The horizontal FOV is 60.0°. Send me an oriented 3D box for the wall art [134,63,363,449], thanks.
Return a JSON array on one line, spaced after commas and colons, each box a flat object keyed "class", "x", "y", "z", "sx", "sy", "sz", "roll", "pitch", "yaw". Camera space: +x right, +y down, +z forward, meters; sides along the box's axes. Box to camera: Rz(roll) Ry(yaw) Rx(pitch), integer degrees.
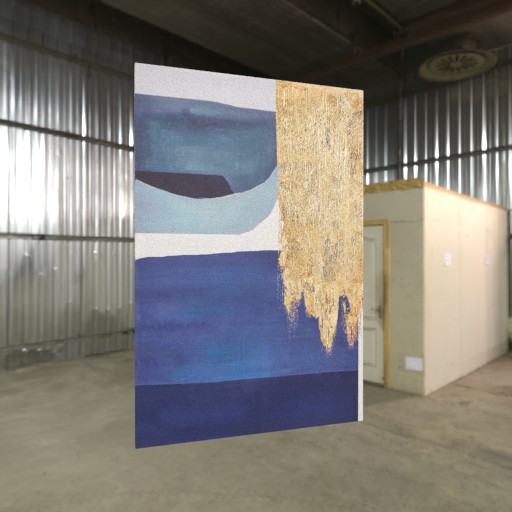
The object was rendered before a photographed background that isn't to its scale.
[{"class": "wall art", "x": 0.000, "y": 0.000, "z": 1.152, "sx": 0.607, "sy": 0.911, "sz": 0.039, "roll": 0, "pitch": 0, "yaw": -17}]
